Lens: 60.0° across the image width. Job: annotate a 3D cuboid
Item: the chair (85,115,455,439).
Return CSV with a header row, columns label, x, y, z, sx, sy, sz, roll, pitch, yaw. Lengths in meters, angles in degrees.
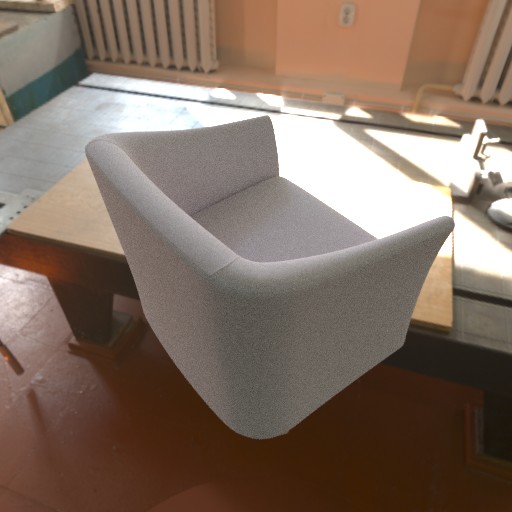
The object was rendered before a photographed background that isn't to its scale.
label,x,y,z,sx,sy,sz,roll,pitch,yaw
chair,0.000,0.000,1.339,0.700,0.720,0.790,-27,48,-27
